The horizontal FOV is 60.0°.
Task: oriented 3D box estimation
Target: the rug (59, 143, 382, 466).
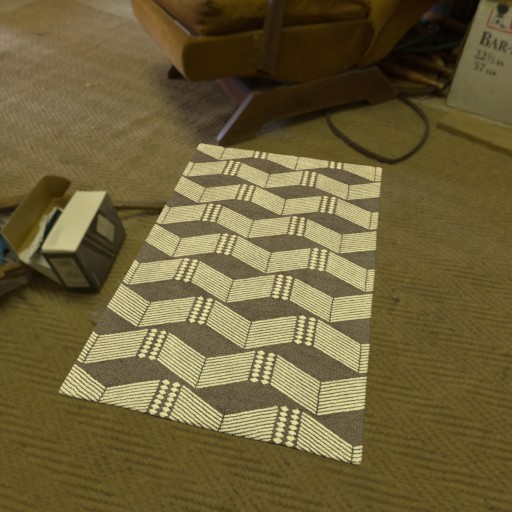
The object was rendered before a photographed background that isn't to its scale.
[{"bbox_3d":[0.000,0.000,2.292,1.210,0.016,1.833,10,48,9],"label":"rug"}]
